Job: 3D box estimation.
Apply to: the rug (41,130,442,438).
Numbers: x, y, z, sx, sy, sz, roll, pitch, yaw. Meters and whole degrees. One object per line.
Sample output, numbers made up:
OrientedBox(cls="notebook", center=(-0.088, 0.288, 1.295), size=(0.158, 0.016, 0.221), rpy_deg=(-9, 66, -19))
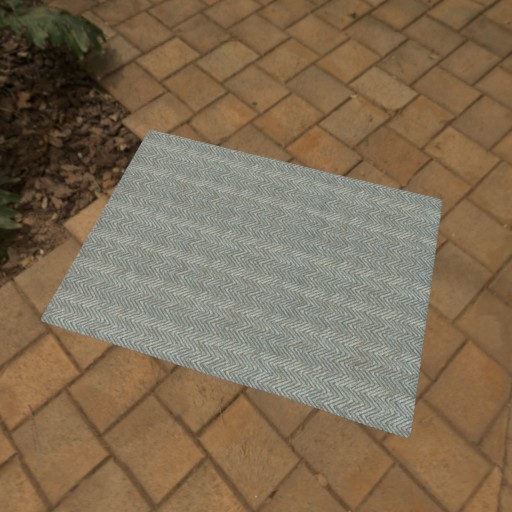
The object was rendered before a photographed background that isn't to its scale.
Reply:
OrientedBox(cls="rug", center=(0.000, 0.000, 5.131), size=(3.957, 0.011, 2.894), rpy_deg=(15, 63, 8))
